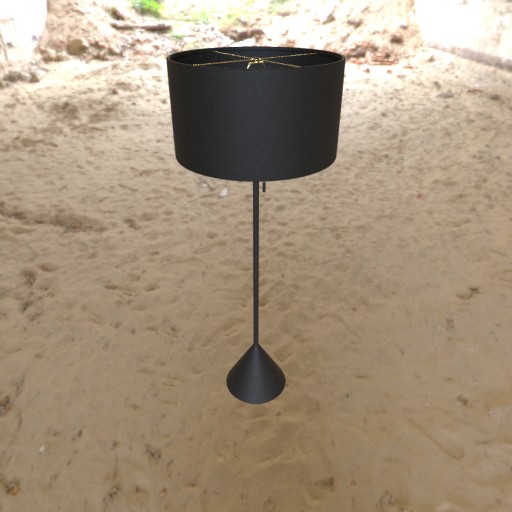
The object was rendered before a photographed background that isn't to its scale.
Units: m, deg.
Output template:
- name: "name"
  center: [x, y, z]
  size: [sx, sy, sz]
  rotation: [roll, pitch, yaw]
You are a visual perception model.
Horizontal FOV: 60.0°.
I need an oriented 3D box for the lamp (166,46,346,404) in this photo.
- name: "lamp"
  center: [0.000, 0.000, 1.839]
  size: [0.580, 1.526, 0.580]
  rotation: [-21, 37, -31]
